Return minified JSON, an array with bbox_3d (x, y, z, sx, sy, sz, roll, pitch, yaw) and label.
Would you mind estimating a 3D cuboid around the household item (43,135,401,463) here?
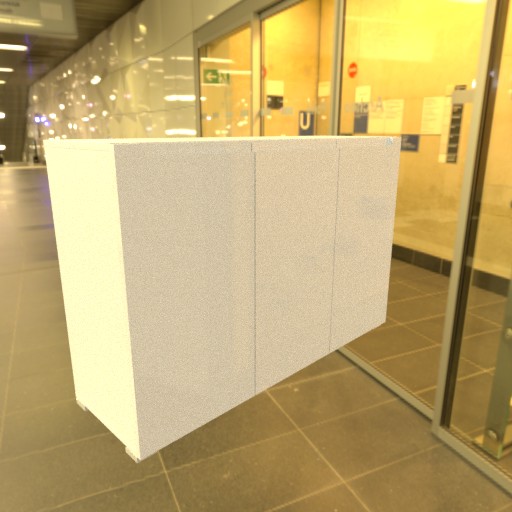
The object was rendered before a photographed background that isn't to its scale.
[{"bbox_3d":[0.000,0.000,1.685,1.300,0.867,0.420,-15,22,-42],"label":"household item"}]
